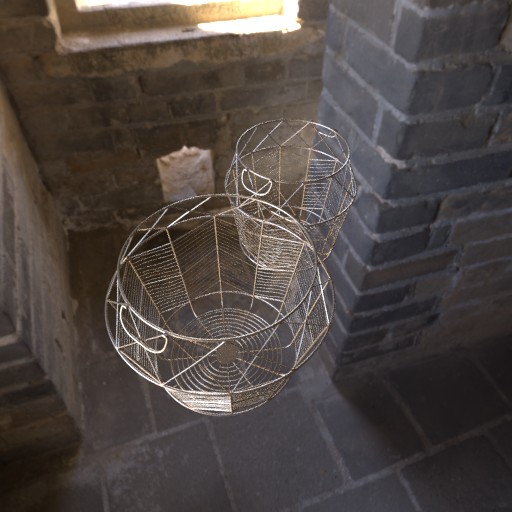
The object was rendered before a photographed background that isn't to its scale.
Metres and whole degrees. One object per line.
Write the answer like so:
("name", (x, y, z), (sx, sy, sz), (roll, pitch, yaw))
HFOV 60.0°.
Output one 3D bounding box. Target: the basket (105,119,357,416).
("basket", (0.000, 0.000, 1.049), (0.451, 0.343, 0.805), (17, 49, 16))
